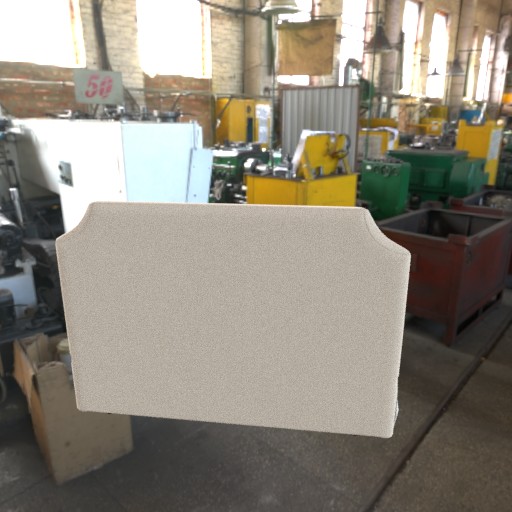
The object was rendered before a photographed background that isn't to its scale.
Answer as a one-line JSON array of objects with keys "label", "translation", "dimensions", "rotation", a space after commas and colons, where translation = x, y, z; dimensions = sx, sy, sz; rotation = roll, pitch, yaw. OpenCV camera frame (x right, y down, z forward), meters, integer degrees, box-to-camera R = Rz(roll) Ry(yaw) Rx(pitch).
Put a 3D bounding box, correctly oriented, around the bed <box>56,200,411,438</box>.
[{"label": "bed", "translation": [0.000, 0.000, 3.501], "dimensions": [1.977, 1.293, 2.498], "rotation": [2, 18, 7]}]
